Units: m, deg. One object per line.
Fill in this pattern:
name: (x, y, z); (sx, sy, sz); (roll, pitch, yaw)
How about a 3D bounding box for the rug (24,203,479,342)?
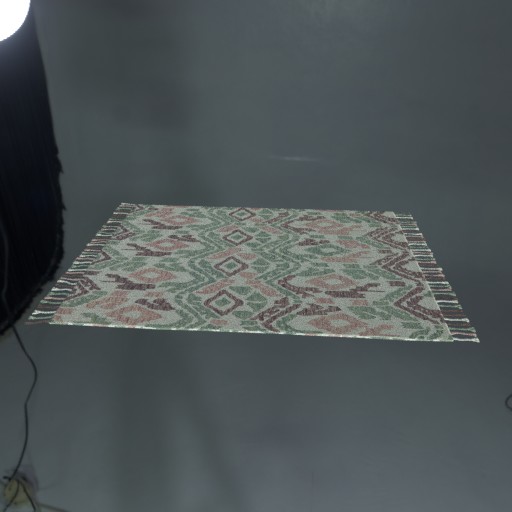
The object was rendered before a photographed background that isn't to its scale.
rug: (0.000, 0.000, 2.274); (1.829, 0.010, 1.219); (2, 31, 3)
